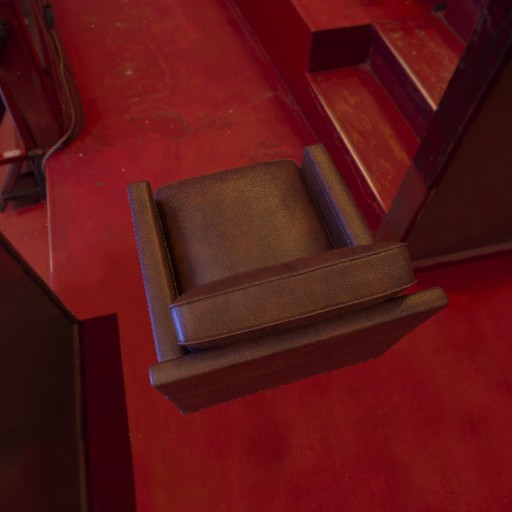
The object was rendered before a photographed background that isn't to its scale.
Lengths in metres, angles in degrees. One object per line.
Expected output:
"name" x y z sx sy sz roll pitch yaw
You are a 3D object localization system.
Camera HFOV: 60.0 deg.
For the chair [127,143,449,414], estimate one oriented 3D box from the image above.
"chair" 0.000 0.000 1.719 0.853 0.929 1.014 -14 59 -9
